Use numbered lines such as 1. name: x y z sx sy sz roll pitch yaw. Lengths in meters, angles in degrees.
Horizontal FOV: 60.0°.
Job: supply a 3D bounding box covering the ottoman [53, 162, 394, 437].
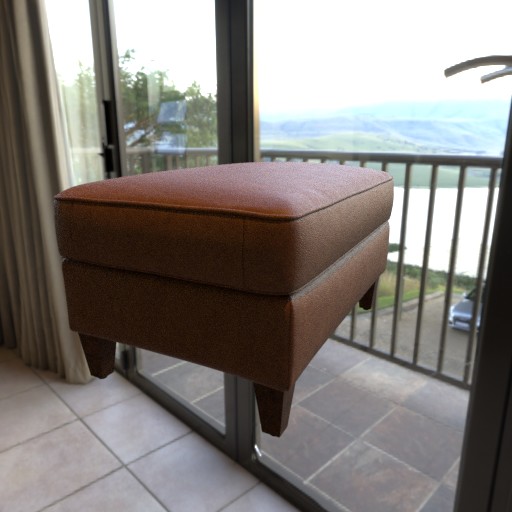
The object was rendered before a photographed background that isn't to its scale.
1. ottoman: 0.000 0.000 1.206 0.584 0.483 0.864 8 17 26
